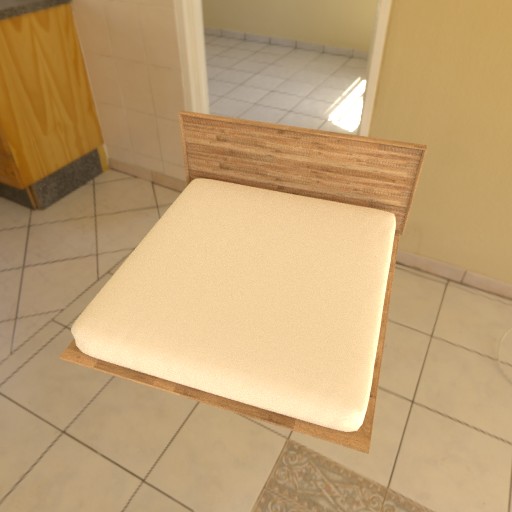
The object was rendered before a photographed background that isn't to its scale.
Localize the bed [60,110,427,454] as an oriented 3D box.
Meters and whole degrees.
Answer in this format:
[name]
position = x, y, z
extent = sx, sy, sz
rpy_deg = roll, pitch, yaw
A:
[bed]
position = 0.000, 0.000, 3.312
extent = 2.116, 1.100, 2.167
rpy_deg = 12, 43, 14
